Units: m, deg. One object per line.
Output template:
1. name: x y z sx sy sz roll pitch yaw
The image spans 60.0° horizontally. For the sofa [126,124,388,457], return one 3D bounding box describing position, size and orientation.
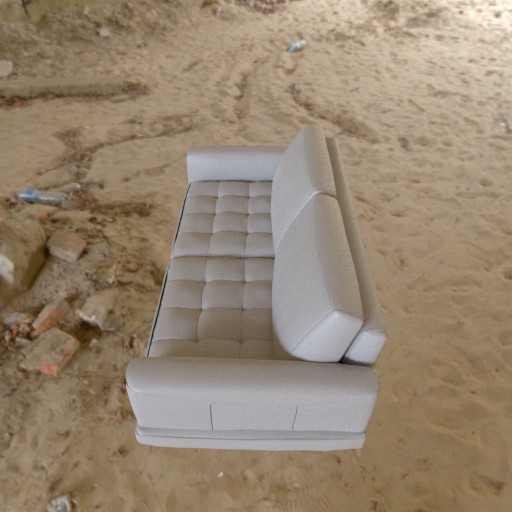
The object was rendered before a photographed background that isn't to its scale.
1. sofa: 0.000 0.000 2.691 1.121 0.930 2.177 1 41 1
